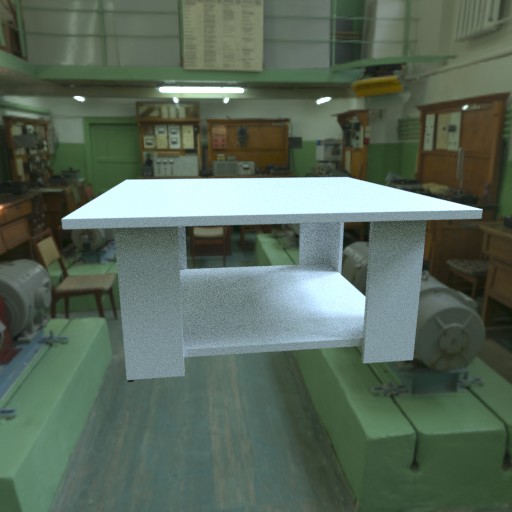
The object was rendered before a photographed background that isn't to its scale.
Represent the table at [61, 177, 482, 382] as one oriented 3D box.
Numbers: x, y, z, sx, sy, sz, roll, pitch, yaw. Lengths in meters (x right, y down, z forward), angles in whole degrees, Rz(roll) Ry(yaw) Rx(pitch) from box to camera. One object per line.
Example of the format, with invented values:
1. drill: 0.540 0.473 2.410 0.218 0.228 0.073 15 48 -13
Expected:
1. table: 0.000 0.000 1.055 0.670 0.305 0.670 -2 15 -8
